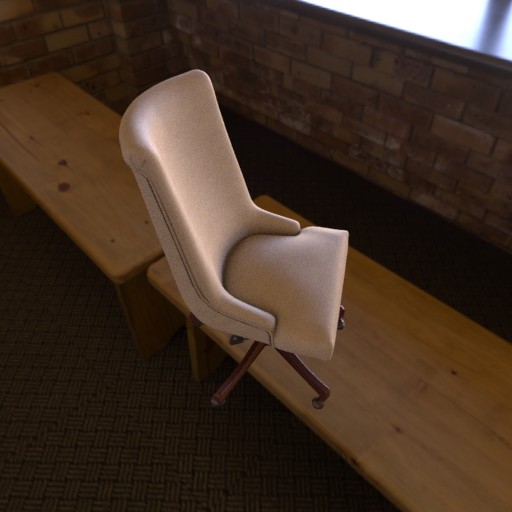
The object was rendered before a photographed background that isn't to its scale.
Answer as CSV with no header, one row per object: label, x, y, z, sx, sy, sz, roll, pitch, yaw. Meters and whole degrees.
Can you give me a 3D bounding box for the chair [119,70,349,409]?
chair,0.000,0.000,1.466,0.696,1.010,0.645,10,46,9
